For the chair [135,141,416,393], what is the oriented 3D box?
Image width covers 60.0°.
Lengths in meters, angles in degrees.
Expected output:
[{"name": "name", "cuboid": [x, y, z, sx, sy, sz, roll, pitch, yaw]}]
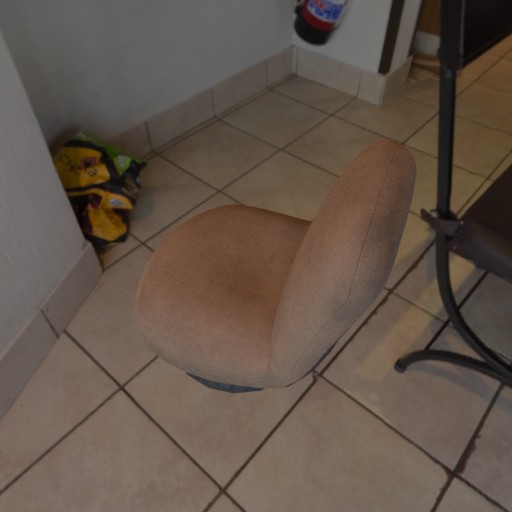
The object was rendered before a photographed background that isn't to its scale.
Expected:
[{"name": "chair", "cuboid": [0.000, 0.000, 1.047, 0.597, 0.594, 0.521, 17, 49, 15]}]
